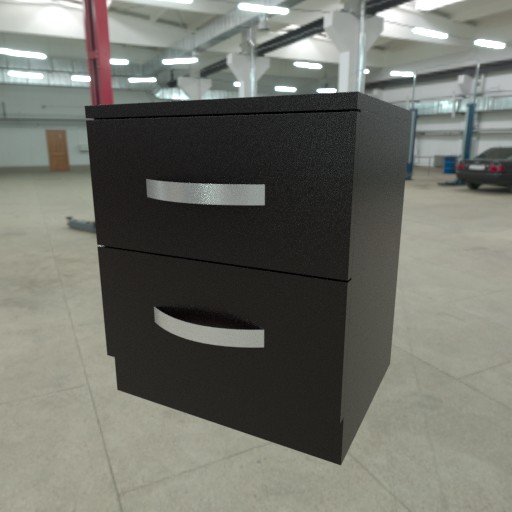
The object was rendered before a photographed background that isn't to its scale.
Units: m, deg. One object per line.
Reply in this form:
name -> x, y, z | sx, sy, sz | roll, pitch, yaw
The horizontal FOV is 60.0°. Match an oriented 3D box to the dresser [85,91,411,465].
dresser -> 0.000, 0.000, 0.740 | 0.400, 0.470, 0.360 | 7, 16, 27
